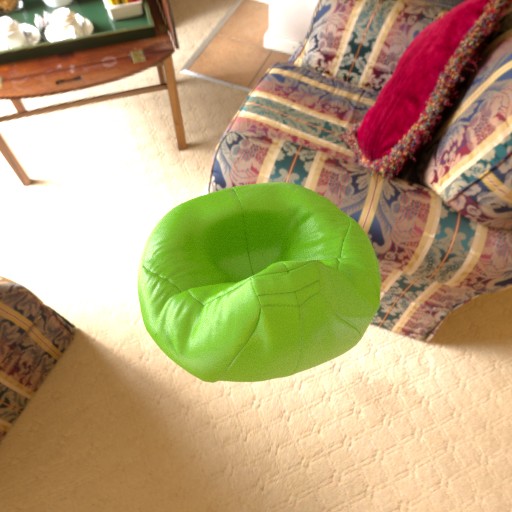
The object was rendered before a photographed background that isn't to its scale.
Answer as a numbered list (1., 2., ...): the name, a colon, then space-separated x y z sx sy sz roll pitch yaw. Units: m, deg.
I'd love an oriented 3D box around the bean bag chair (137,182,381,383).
1. bean bag chair: 0.000 0.000 1.891 1.070 0.990 1.070 -13 60 -8
